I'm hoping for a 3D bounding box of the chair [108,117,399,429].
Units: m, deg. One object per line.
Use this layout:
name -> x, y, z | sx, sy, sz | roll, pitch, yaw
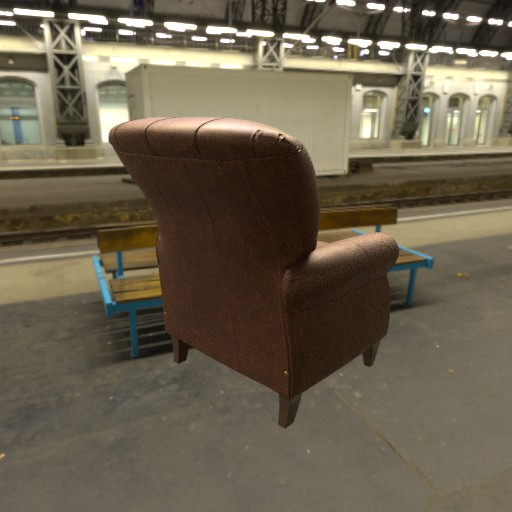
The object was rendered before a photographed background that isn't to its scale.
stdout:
chair -> 0.000, 0.000, 1.951 | 0.979, 1.162, 1.031 | 16, 23, 42
